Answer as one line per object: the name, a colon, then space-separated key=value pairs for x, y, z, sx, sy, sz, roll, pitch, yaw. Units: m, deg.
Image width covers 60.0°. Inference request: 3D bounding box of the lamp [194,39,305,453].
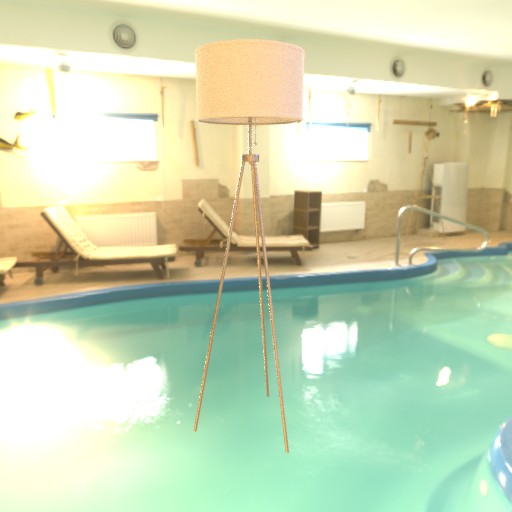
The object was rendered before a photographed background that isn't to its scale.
lamp: x=0.000 y=0.000 z=1.811 sx=0.458 sy=1.545 sz=0.448 roll=12 pitch=17 yaw=43
